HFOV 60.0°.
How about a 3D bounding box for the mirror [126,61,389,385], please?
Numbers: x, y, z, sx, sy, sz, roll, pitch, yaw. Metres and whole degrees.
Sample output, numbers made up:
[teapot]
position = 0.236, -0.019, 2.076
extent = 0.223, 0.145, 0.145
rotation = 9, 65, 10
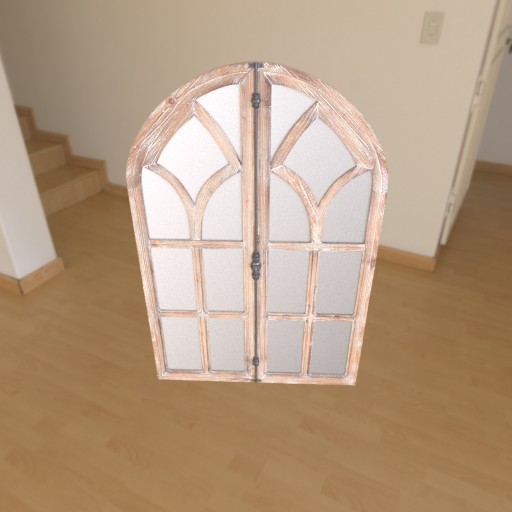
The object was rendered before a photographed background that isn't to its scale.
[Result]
[mirror]
position = 0.000, 0.000, 1.131
extent = 0.609, 0.915, 0.032
rotation = 1, 31, 2
